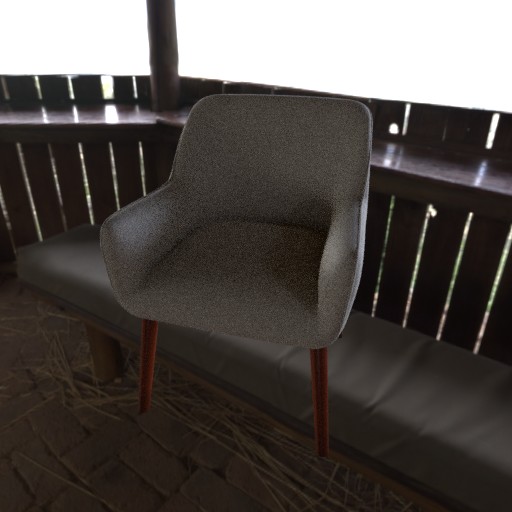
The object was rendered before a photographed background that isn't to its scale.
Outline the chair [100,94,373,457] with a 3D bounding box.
[{"bbox_3d":[0.000,0.000,1.279,0.610,0.813,0.610,8,28,15],"label":"chair"}]
